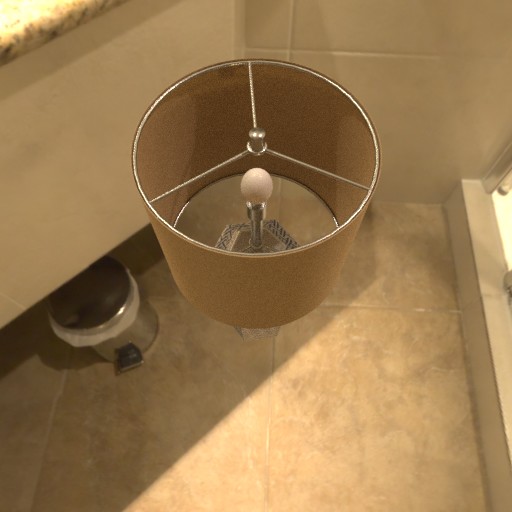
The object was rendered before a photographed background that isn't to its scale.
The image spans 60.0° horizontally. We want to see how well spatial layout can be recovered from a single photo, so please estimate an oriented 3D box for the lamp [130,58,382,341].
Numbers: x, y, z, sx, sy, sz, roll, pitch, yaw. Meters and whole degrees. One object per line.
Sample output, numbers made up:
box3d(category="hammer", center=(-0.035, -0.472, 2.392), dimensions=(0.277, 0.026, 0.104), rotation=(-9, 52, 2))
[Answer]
box3d(category="lamp", center=(0.000, 0.000, 0.854), dimensions=(0.320, 0.682, 0.320), rotation=(-31, 68, -14))
